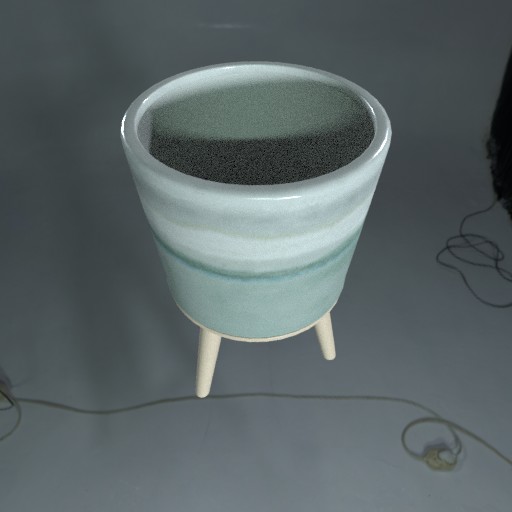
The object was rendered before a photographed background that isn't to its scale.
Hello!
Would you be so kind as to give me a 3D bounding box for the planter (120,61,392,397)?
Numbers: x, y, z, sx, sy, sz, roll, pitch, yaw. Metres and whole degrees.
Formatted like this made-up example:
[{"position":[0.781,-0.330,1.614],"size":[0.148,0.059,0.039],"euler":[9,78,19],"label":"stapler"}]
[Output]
[{"position":[0.000,0.000,0.583],"size":[0.265,0.404,0.265],"euler":[-3,46,-3],"label":"planter"}]
